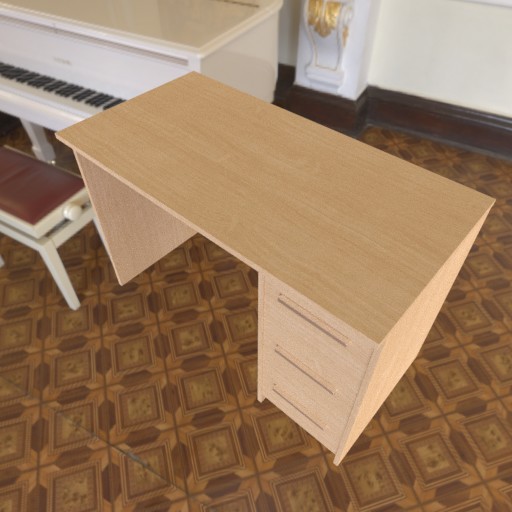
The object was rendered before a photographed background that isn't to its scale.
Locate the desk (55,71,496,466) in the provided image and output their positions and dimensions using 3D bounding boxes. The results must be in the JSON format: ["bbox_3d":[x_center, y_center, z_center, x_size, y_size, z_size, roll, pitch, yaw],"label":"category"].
[{"bbox_3d":[0.000,0.000,1.472,1.097,0.735,0.560,33,55,27],"label":"desk"}]
